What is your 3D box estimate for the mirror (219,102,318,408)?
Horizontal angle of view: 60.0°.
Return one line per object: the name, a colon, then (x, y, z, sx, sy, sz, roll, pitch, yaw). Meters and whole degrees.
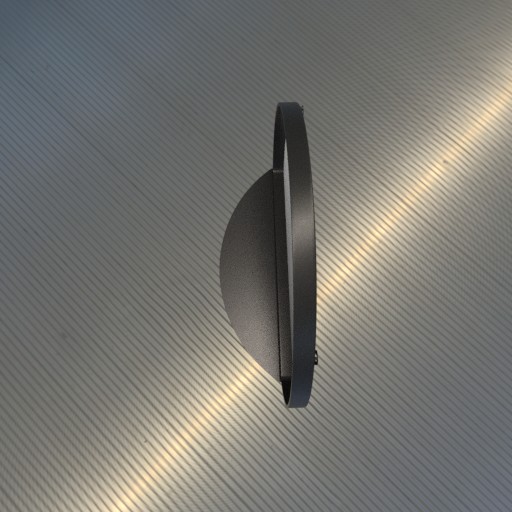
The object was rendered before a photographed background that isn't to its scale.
mirror: (0.000, 0.000, 0.700, 0.133, 0.457, 0.457, -2, 77, 0)
